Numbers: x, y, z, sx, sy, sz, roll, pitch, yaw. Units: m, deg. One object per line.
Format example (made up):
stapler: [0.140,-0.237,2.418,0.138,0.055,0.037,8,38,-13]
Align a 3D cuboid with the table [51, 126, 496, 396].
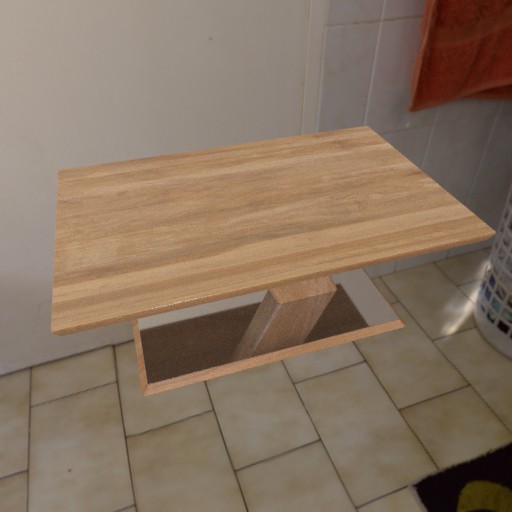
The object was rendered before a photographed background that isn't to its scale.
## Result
table: [0.000,0.000,1.426,1.100,0.441,0.692,-12,42,-13]
